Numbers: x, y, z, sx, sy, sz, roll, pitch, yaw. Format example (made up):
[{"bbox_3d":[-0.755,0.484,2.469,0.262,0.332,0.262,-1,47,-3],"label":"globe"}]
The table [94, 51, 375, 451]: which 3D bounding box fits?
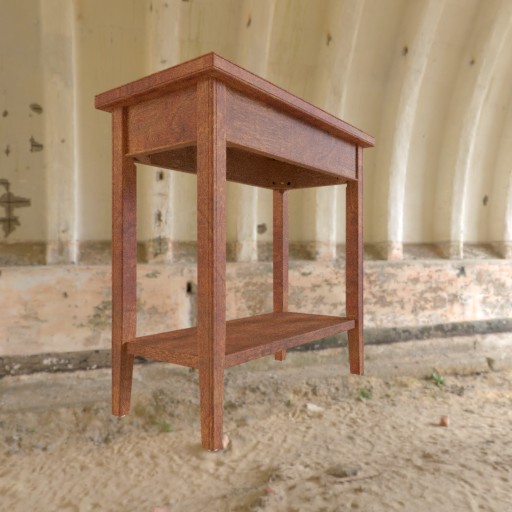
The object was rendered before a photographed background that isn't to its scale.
[{"bbox_3d":[0.000,0.000,0.989,0.305,0.610,0.610,0,0,37],"label":"table"}]
